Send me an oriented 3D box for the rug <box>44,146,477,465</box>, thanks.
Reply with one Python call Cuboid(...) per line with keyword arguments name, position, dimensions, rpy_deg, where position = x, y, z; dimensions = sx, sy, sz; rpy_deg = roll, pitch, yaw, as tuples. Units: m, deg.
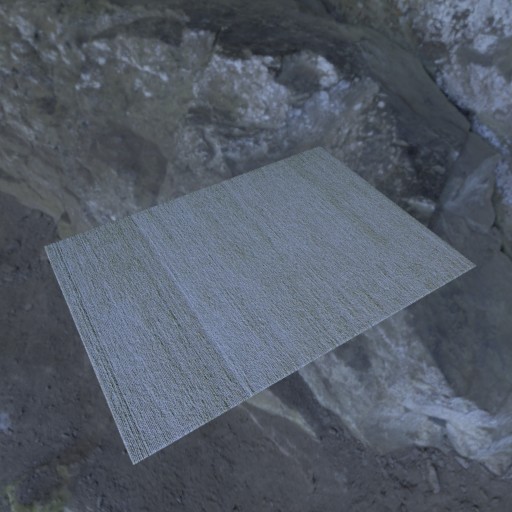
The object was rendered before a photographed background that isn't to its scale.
Cuboid(name="rug", position=(0.000, 0.000, 4.926), dimensions=(3.935, 0.025, 2.782), rpy_deg=(-24, 51, -21))
